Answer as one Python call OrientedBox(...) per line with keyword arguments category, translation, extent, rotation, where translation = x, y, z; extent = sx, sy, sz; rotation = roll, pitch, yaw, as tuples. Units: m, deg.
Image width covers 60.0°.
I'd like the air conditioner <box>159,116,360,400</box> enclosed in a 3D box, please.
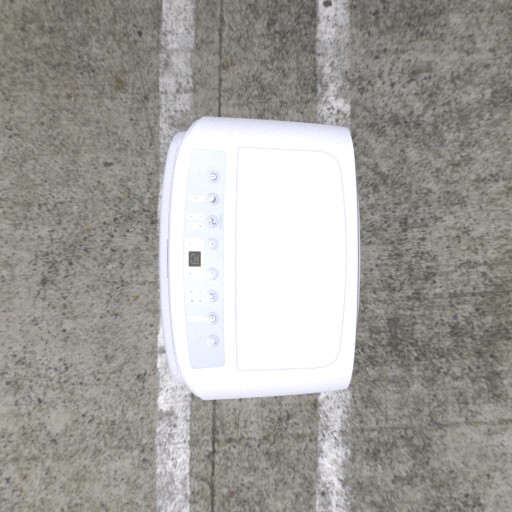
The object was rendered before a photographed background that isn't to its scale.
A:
OrientedBox(category="air conditioner", translation=(0.000, 0.000, 0.957), extent=(0.365, 0.700, 0.454), rotation=(0, 91, 0))
